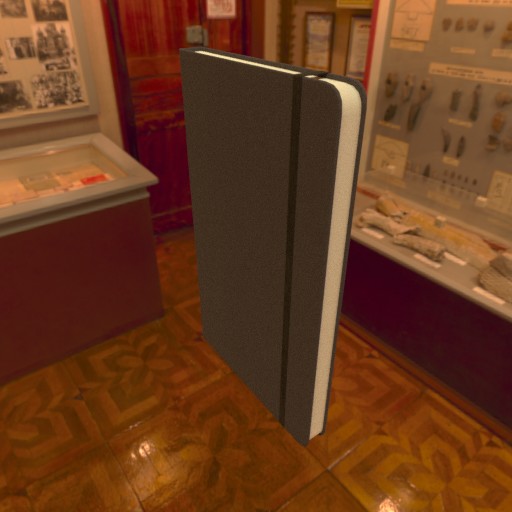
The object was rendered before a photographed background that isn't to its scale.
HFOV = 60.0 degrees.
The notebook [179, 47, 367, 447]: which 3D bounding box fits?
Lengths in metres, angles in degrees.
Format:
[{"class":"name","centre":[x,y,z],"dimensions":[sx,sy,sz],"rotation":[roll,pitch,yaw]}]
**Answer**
[{"class":"notebook","centre":[0.000,0.000,0.262],"dimensions":[0.016,0.213,0.127],"rotation":[-21,37,-30]}]
